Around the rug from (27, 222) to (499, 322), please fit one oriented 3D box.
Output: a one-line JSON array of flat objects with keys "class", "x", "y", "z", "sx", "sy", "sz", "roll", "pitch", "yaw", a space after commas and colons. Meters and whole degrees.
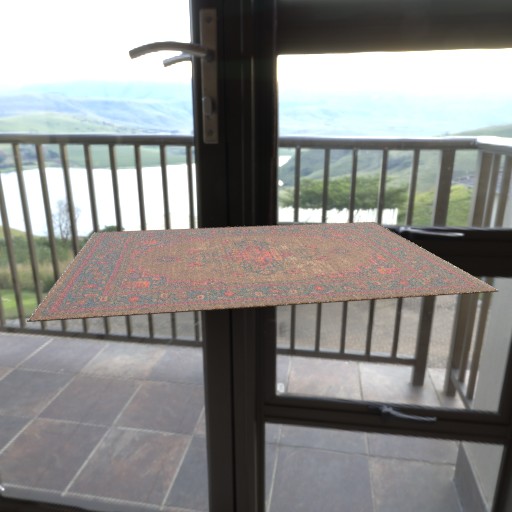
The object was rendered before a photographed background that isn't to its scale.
[{"class": "rug", "x": 0.000, "y": 0.000, "z": 3.610, "sx": 2.890, "sy": 0.013, "sz": 2.005, "roll": -3, "pitch": 18, "yaw": -9}]
